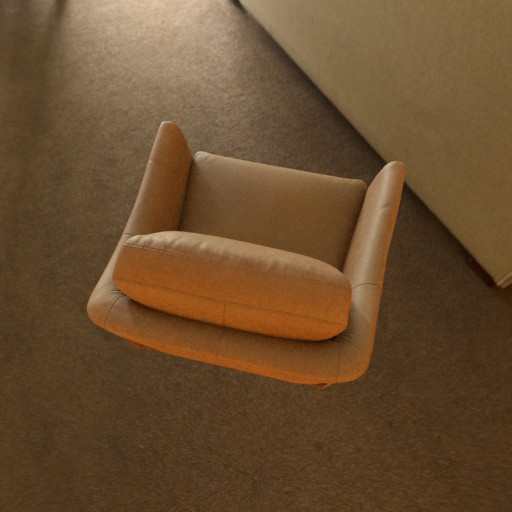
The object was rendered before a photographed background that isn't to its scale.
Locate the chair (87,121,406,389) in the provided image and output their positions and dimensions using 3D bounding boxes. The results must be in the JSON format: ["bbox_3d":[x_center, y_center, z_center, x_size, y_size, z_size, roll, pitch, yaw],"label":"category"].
[{"bbox_3d":[0.000,0.000,1.683,0.988,0.895,0.963,11,64,6],"label":"chair"}]
